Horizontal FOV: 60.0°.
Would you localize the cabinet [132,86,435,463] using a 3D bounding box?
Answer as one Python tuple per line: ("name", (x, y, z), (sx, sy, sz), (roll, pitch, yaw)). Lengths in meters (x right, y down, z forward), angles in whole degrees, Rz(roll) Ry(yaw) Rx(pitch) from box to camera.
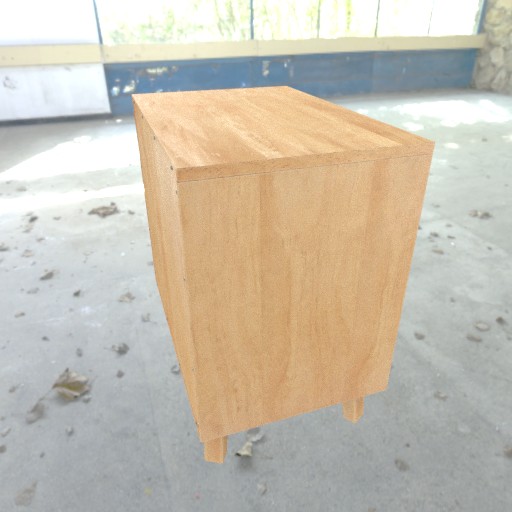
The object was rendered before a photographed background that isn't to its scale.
("cabinet", (0.000, 0.000, 0.955), (0.394, 0.599, 0.551), (-10, 31, -17))
